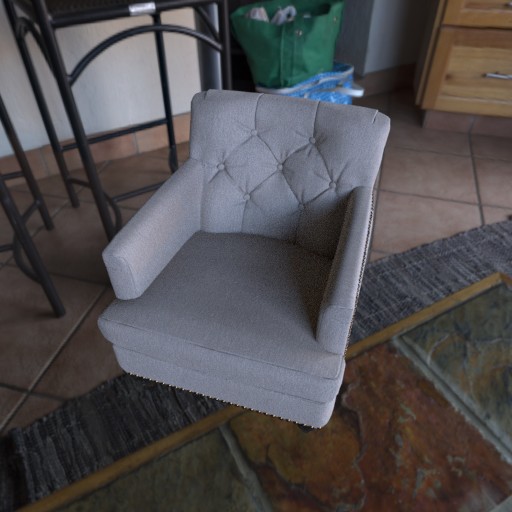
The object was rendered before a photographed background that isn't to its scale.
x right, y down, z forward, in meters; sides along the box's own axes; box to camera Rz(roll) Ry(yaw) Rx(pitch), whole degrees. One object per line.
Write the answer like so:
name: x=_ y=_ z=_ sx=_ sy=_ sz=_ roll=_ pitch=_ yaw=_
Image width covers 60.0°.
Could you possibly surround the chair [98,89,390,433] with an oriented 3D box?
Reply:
chair: x=0.000 y=0.000 z=1.544 sx=0.737 sy=0.823 sz=0.902 roll=12 pitch=43 yaw=13
